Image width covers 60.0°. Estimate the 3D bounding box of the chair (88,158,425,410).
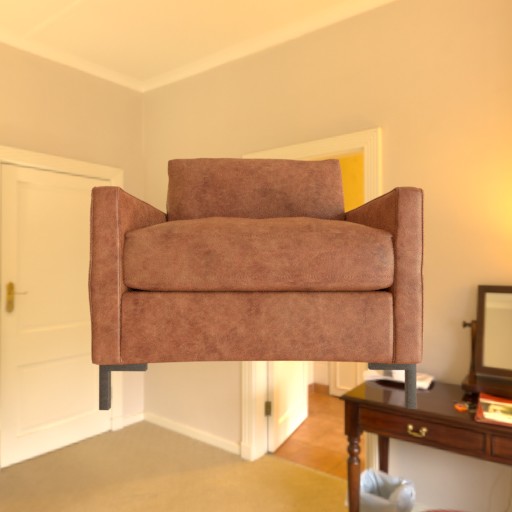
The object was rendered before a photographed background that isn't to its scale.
[{"bbox_3d":[0.000,0.000,1.639,0.967,0.869,0.862,0,0,-1],"label":"chair"}]
